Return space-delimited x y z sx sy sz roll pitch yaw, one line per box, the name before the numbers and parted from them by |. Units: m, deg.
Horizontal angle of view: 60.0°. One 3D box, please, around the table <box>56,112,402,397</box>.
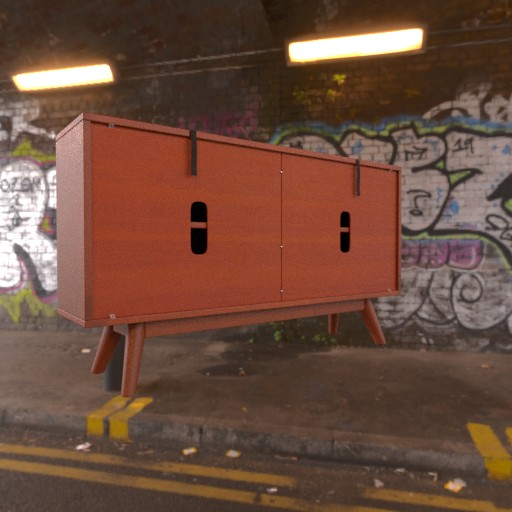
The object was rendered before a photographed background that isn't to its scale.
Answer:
table | 0.000 0.000 1.523 1.220 0.698 0.308 -1 2 -36
